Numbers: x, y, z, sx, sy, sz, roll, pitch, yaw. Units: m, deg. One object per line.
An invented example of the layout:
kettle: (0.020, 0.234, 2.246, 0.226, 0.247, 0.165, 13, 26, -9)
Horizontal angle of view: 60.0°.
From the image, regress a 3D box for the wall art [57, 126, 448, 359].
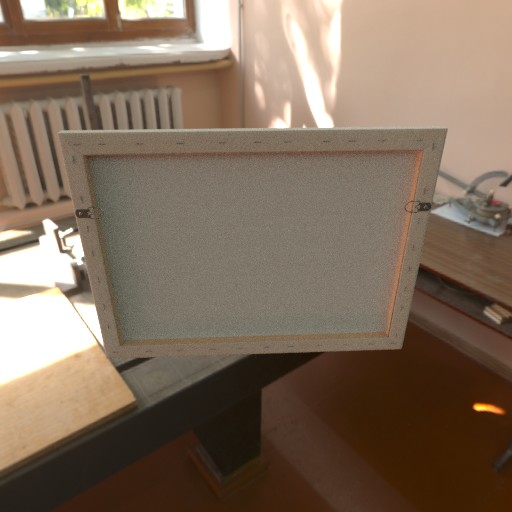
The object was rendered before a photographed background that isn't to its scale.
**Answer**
wall art: (0.000, 0.000, 1.618, 1.219, 0.912, 0.042, -1, 29, -2)
